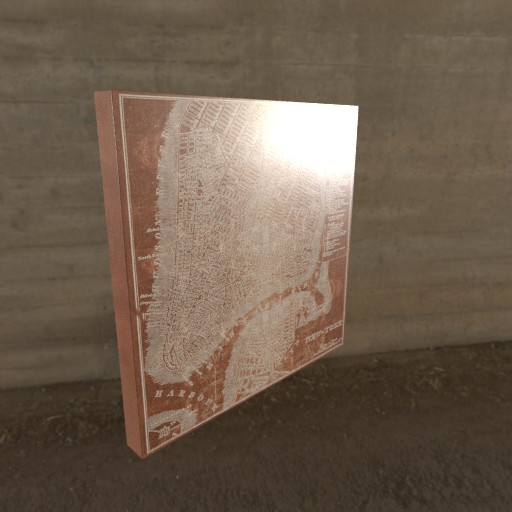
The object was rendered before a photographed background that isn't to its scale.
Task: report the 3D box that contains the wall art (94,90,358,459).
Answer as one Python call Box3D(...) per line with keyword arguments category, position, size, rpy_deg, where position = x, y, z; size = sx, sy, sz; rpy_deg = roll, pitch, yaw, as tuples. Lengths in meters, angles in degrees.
Box3D(category="wall art", position=(0.000, 0.000, 0.605), size=(0.403, 0.403, 0.035), rpy_deg=(-15, 22, -42))
